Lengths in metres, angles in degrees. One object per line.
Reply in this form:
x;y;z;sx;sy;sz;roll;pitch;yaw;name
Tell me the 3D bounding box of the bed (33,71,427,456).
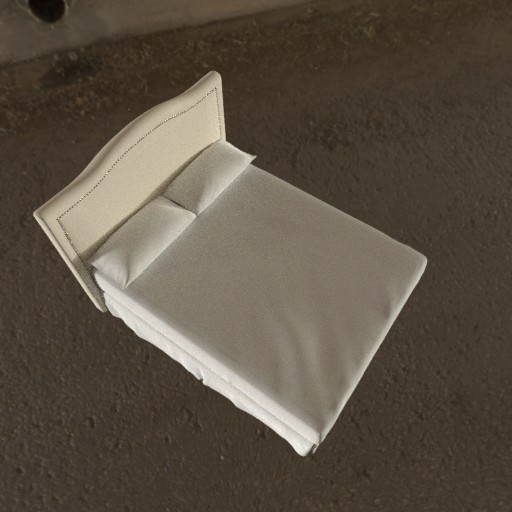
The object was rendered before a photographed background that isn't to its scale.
0.000;0.000;3.274;2.143;1.460;1.753;31;62;18;bed
